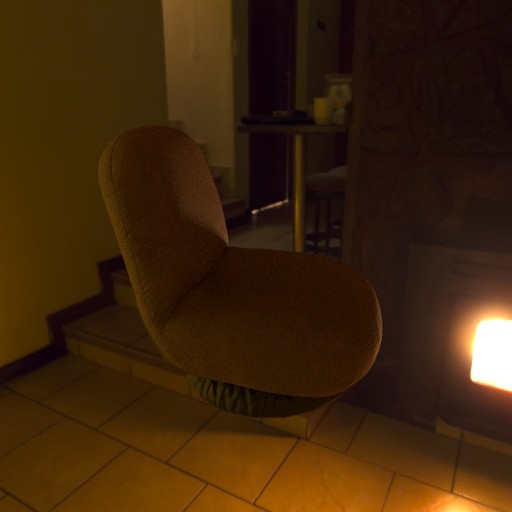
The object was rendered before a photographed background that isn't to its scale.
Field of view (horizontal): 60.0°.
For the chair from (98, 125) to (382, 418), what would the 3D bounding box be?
[{"bbox_3d":[0.000,0.000,1.048,0.597,0.594,0.521,3,17,10],"label":"chair"}]
